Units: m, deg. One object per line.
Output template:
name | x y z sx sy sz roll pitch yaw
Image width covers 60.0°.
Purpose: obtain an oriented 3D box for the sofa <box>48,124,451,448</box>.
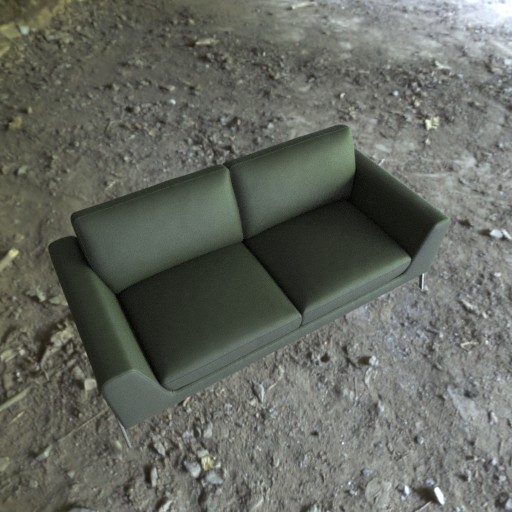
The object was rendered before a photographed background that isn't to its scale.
sofa | 0.000 0.000 2.518 2.017 0.875 0.953 -23 51 -21
